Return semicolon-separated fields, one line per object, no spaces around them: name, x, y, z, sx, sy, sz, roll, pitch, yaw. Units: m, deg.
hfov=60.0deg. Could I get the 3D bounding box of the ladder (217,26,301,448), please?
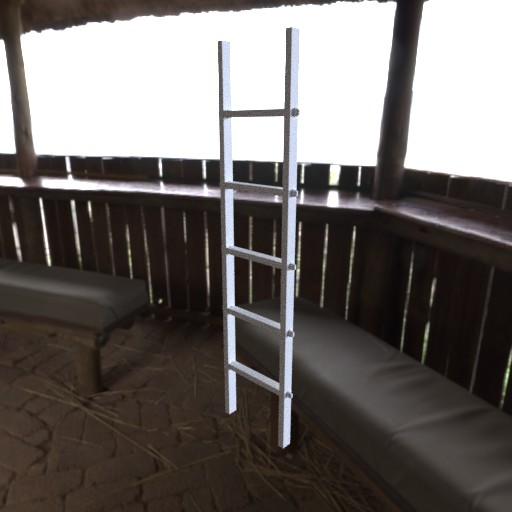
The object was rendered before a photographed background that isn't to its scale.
ladder;0.000;0.000;1.982;0.452;1.797;0.051;15;22;42
